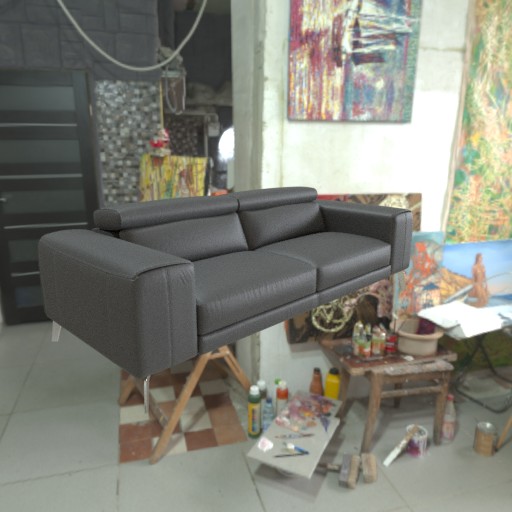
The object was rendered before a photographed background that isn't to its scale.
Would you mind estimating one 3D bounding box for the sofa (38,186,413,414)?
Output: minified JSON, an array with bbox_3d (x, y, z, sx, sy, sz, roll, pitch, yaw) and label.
[{"bbox_3d":[0.000,0.000,2.847,1.023,0.759,2.321,14,20,43],"label":"sofa"}]
